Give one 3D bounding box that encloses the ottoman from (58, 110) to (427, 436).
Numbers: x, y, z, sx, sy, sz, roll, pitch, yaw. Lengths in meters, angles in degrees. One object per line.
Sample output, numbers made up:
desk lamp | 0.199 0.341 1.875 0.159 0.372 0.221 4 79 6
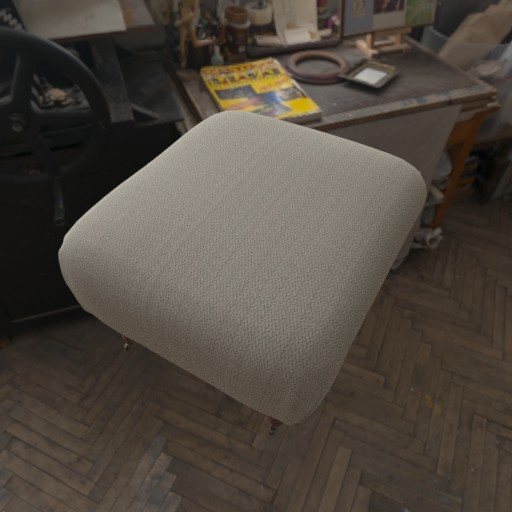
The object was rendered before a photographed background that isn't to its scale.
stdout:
ottoman | 0.000 0.000 1.091 0.622 0.447 0.684 23 51 20
